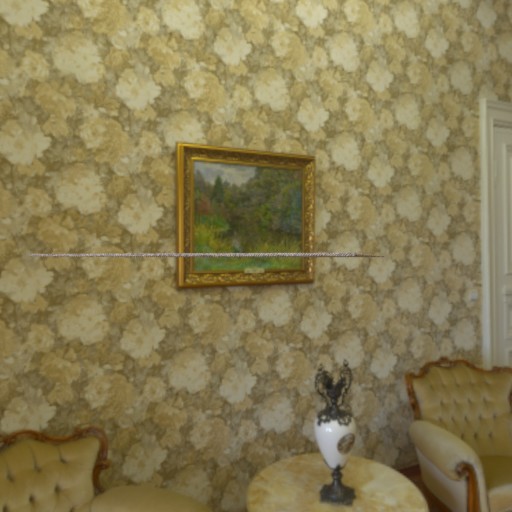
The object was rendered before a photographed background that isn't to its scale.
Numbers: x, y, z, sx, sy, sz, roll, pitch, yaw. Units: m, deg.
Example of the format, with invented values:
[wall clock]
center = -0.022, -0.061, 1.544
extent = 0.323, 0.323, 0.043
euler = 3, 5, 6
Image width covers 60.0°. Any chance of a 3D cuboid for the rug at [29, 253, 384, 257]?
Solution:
[rug]
center = 0.000, 0.000, 2.959
extent = 1.547, 0.013, 2.283
euler = 0, 0, 19
